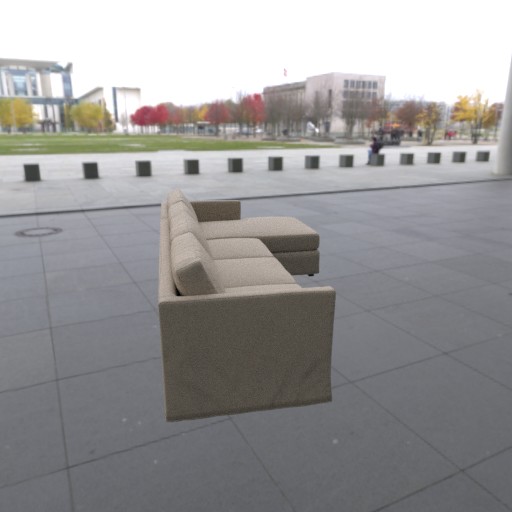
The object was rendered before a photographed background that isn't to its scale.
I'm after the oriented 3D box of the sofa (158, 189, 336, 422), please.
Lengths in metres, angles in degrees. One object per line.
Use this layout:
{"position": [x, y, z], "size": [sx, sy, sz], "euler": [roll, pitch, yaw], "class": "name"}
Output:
{"position": [0.000, 0.000, 3.871], "size": [1.622, 0.867, 3.177], "euler": [-3, 16, -11], "class": "sofa"}
